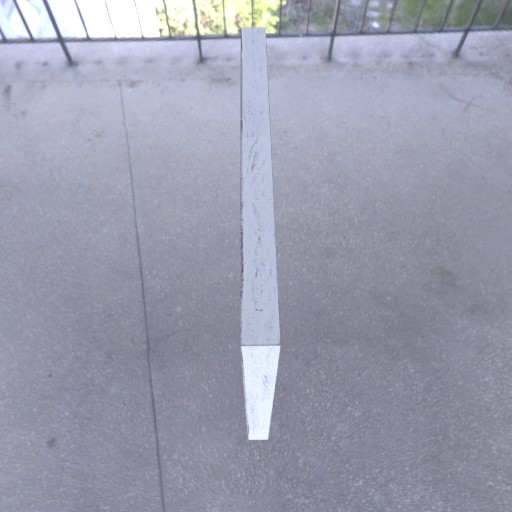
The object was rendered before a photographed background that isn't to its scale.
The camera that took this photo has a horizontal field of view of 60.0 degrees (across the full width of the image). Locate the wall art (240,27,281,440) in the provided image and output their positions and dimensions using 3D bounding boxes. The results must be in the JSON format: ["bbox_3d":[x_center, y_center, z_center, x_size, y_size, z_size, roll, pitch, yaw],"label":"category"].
[{"bbox_3d":[0.000,0.000,0.760,0.038,0.508,0.508,-1,58,0],"label":"wall art"}]
